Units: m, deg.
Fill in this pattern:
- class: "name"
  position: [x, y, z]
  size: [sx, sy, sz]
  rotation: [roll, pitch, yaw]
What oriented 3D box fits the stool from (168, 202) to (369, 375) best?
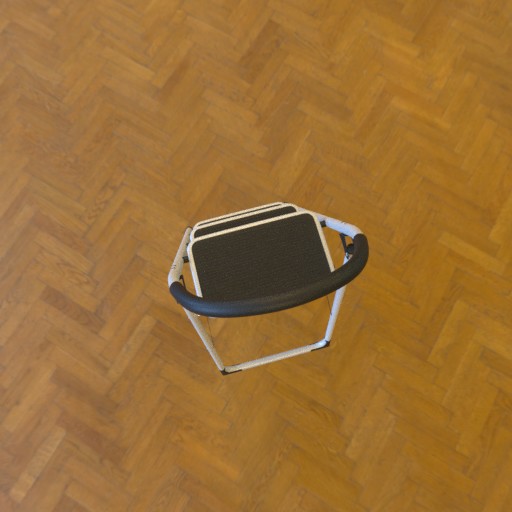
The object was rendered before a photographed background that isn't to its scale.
- class: "stool"
  position: [0.000, 0.000, 1.423]
  size: [0.485, 1.109, 0.676]
  rotation: [-15, 77, -3]
